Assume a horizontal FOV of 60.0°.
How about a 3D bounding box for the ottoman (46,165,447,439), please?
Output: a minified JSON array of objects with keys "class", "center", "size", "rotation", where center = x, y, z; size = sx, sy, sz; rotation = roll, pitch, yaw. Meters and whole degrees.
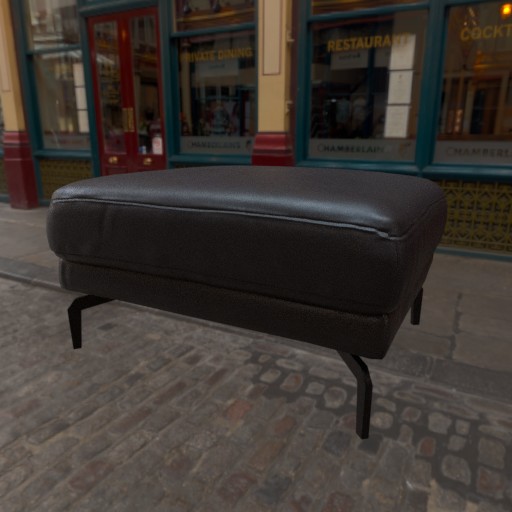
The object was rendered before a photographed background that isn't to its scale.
[{"class":"ottoman","center":[0.000,0.000,1.027],"size":[0.764,0.402,0.570],"rotation":[8,17,27]}]
